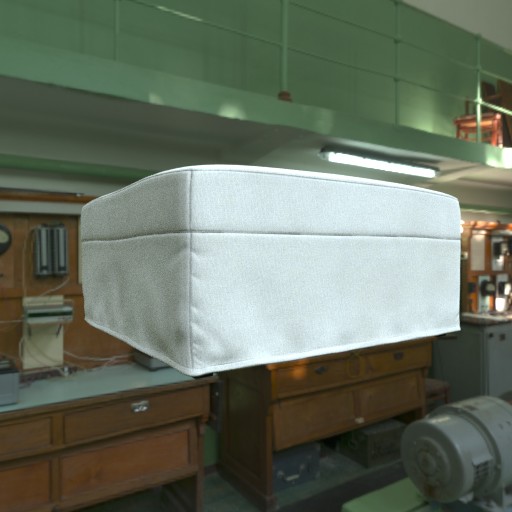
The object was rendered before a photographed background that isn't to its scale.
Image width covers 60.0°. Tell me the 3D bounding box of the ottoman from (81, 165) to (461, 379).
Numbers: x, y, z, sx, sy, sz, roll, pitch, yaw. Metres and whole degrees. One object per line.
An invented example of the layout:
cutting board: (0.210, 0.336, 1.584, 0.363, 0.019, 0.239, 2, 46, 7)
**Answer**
ottoman: (0.000, 0.000, 1.329, 0.843, 0.441, 0.842, 0, 0, -34)
